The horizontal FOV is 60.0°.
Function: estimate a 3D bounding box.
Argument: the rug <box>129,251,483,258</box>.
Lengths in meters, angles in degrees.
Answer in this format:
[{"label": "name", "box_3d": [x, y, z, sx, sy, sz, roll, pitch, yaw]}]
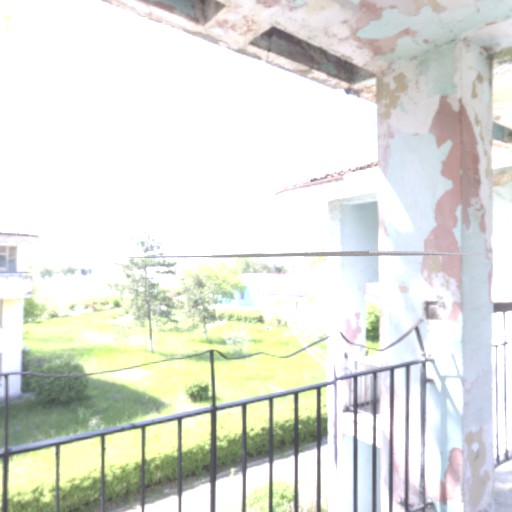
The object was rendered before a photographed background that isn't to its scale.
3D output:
[{"label": "rug", "box_3d": [0.000, 0.000, 2.759, 0.770, 0.016, 2.442, 0, -1, -35]}]
